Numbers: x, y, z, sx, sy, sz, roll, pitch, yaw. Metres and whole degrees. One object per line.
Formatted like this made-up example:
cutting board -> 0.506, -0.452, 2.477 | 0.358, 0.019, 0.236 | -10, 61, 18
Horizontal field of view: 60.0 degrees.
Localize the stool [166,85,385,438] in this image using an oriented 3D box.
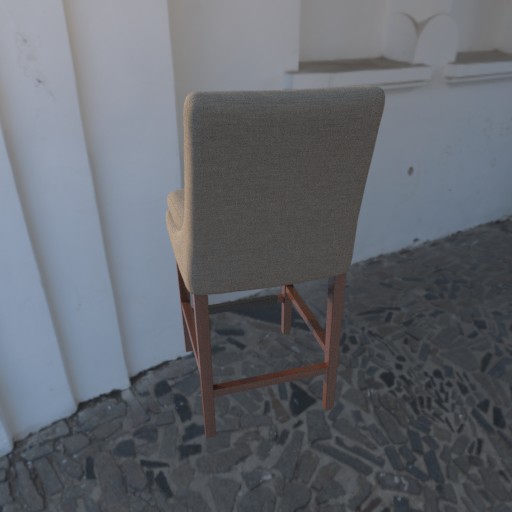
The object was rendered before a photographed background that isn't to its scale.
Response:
stool -> 0.000, 0.000, 1.305 | 0.470, 0.981, 0.577 | -7, 28, -14
